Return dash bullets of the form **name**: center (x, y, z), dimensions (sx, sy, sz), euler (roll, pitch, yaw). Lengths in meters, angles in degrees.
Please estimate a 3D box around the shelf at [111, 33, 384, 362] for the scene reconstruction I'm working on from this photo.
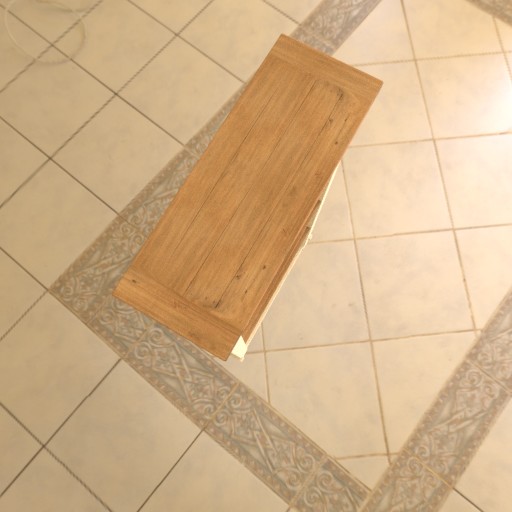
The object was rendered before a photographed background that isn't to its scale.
- **shelf**: center (0.000, 0.000, 2.269), dimensions (0.381, 1.878, 1.022), euler (29, 78, 7)
